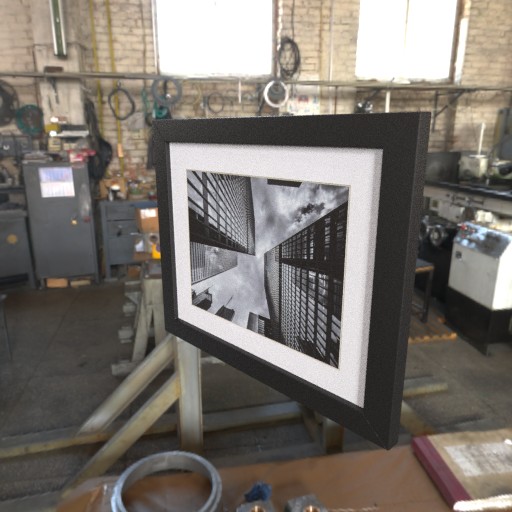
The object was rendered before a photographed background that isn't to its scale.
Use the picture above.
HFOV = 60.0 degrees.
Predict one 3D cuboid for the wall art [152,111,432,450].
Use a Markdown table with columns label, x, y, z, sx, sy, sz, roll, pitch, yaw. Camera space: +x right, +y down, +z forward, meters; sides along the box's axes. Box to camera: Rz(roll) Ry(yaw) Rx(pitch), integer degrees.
| label | x | y | z | sx | sy | sz | roll | pitch | yaw |
| --- | --- | --- | --- | --- | --- | --- | --- | --- | --- |
| wall art | 0.000 | 0.000 | 0.761 | 0.031 | 0.457 | 0.558 | -15 | 22 | -43 |
